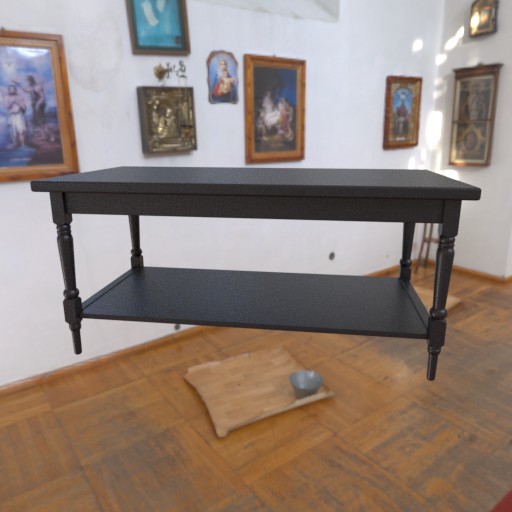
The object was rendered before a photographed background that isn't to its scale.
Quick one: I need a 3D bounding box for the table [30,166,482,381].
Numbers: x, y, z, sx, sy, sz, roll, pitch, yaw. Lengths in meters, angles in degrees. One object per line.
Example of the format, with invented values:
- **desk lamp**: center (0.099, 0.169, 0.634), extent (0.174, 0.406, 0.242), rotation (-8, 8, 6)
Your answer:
- **table**: center (0.000, 0.000, 1.402), extent (1.107, 0.510, 0.550), rotation (2, 16, 8)
